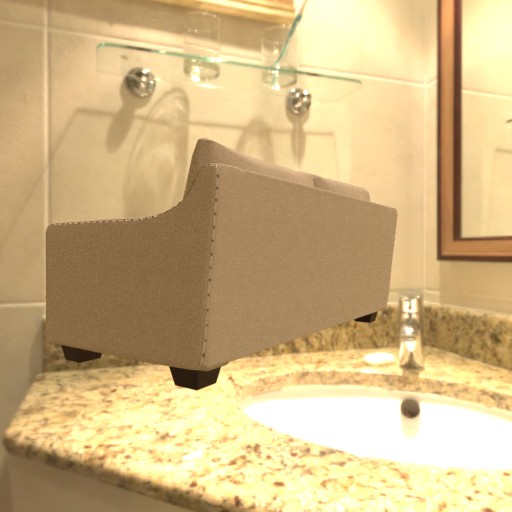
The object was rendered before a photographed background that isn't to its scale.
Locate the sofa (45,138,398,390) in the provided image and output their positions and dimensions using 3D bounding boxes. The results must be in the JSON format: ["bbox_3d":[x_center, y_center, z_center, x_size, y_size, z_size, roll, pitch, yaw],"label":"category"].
[{"bbox_3d":[0.000,0.000,2.702,1.104,0.983,2.107,1,1,34],"label":"sofa"}]
